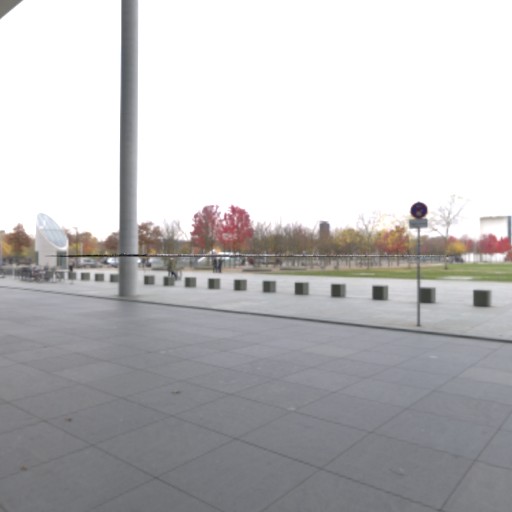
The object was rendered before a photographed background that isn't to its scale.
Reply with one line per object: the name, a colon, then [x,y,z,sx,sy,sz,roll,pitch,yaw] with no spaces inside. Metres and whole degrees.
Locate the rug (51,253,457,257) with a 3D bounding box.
rug: [0.000,0.000,2.337,1.848,0.012,1.217,0,0,-35]
